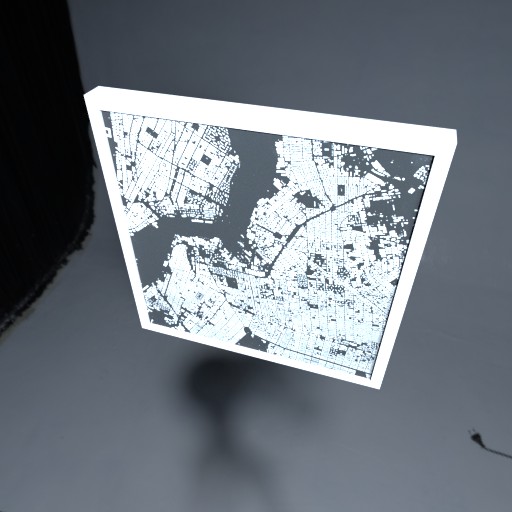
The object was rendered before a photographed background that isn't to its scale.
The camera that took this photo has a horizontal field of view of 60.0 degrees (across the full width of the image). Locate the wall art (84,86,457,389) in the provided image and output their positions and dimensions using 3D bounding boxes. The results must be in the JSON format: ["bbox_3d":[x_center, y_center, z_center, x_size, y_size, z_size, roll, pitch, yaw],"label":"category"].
[{"bbox_3d":[0.000,0.000,0.754,0.506,0.506,0.038,12,42,13],"label":"wall art"}]
